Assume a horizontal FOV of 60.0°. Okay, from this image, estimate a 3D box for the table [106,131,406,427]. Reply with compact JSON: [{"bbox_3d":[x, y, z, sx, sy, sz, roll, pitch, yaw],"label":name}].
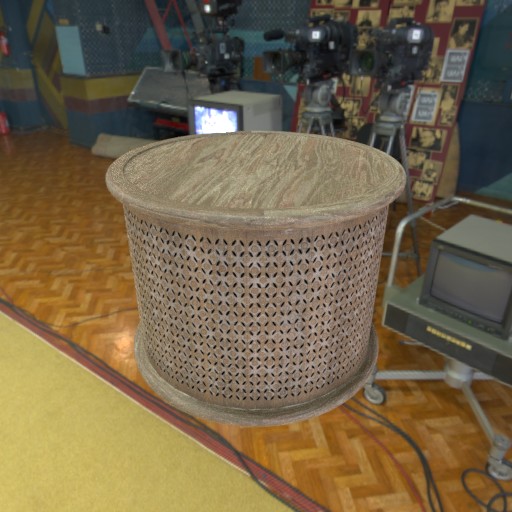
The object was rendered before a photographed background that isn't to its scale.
[{"bbox_3d":[0.000,0.000,1.032,0.607,0.450,0.607,0,28,0],"label":"table"}]
